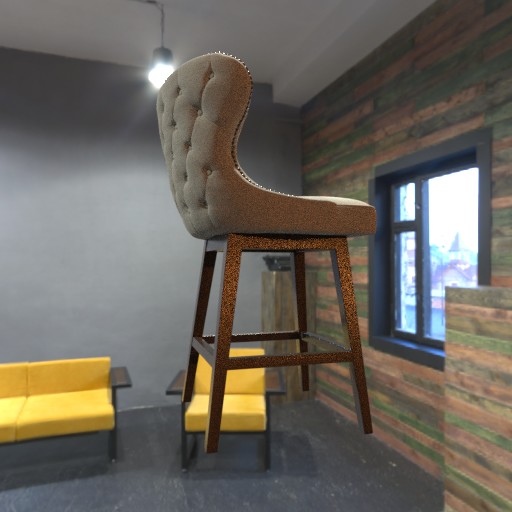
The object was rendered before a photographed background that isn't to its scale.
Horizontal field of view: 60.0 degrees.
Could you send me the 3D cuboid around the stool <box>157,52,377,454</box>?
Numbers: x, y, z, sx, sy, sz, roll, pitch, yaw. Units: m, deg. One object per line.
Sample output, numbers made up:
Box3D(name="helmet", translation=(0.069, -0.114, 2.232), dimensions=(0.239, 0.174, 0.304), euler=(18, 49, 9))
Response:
Box3D(name="stool", translation=(0.000, 0.000, 1.355), dimensions=(0.597, 0.972, 0.615), euler=(0, -1, -17))
